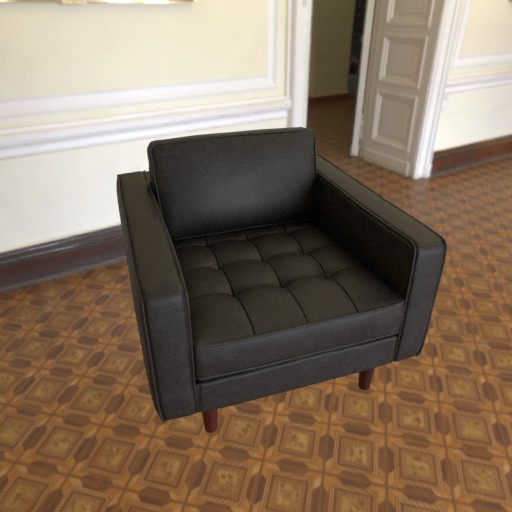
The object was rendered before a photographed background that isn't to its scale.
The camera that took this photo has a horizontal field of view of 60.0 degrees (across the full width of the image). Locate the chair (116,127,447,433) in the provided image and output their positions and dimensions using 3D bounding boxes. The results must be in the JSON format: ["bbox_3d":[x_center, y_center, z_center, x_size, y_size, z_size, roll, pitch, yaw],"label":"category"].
[{"bbox_3d":[0.000,0.000,1.596,0.889,0.763,0.914,-10,31,-16],"label":"chair"}]
